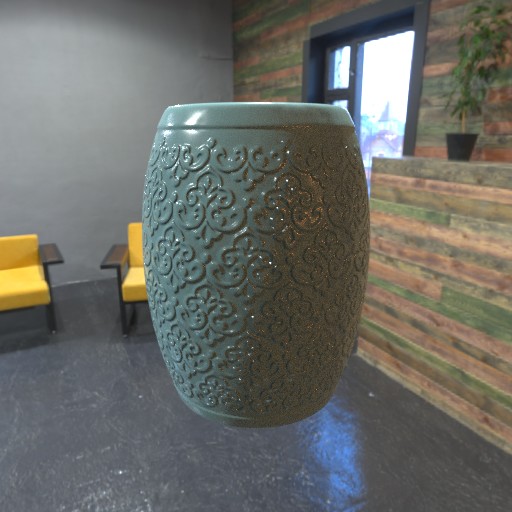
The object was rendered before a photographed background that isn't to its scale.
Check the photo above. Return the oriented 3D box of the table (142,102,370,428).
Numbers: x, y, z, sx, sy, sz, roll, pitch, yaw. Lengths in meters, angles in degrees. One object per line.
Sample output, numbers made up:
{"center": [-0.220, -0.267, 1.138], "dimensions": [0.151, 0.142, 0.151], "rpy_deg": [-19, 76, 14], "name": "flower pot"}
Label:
{"center": [0.000, 0.000, 0.624], "dimensions": [0.309, 0.397, 0.309], "rpy_deg": [0, 15, 0], "name": "table"}
